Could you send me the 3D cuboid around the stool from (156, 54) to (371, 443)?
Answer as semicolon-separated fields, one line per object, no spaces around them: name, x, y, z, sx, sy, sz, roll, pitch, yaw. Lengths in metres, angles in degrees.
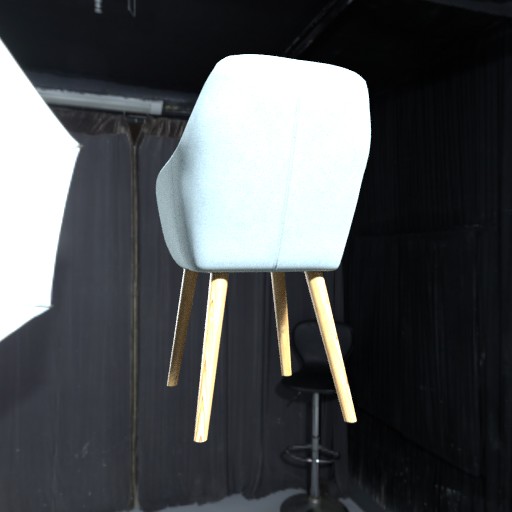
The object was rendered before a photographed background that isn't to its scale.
stool;0.000;0.000;1.208;0.503;0.830;0.590;0;0;-18
